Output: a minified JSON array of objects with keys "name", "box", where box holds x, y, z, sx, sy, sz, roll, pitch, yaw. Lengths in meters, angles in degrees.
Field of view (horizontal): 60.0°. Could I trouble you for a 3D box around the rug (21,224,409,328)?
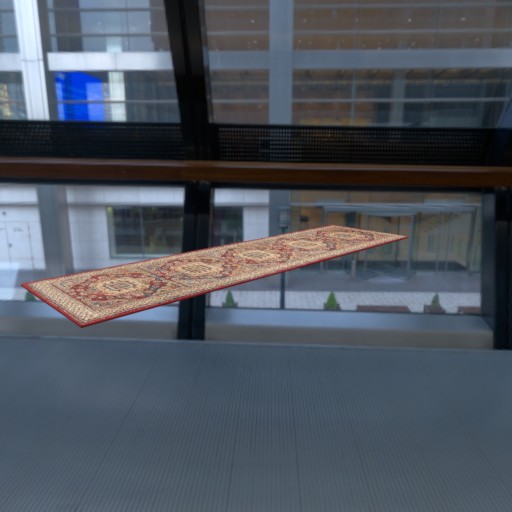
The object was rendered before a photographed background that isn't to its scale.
[{"name":"rug","box":[0.000,0.000,2.527,2.292,0.015,0.659,-13,19,-42]}]
